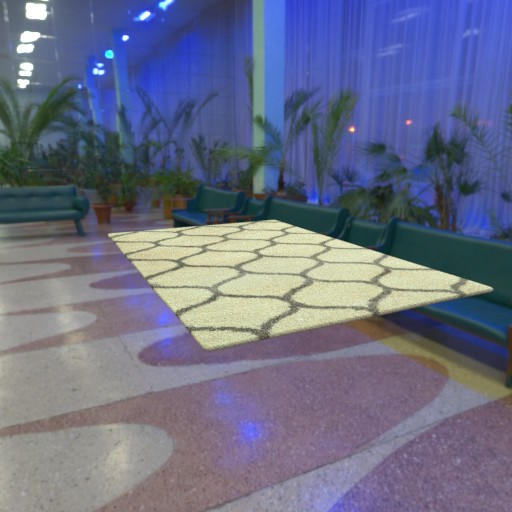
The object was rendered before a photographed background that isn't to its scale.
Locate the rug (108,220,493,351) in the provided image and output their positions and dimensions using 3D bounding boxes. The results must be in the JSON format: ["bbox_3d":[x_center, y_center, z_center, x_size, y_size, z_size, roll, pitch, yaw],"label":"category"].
[{"bbox_3d":[0.000,0.000,3.393,1.801,0.026,2.701,-7,16,-25],"label":"rug"}]
